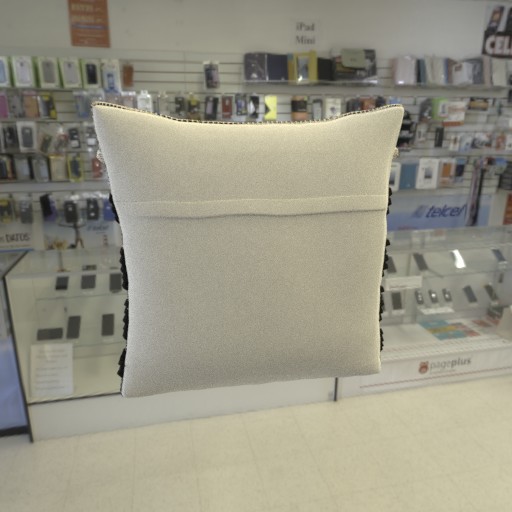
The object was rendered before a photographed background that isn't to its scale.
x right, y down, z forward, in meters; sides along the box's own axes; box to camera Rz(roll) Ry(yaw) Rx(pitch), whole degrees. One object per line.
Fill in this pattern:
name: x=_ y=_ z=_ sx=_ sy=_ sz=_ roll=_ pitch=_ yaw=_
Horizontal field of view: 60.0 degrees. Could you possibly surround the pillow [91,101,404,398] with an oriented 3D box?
pillow: x=0.000 y=0.000 z=0.670 sx=0.436 sy=0.438 sz=0.156 roll=-3 pitch=17 yaw=-10
